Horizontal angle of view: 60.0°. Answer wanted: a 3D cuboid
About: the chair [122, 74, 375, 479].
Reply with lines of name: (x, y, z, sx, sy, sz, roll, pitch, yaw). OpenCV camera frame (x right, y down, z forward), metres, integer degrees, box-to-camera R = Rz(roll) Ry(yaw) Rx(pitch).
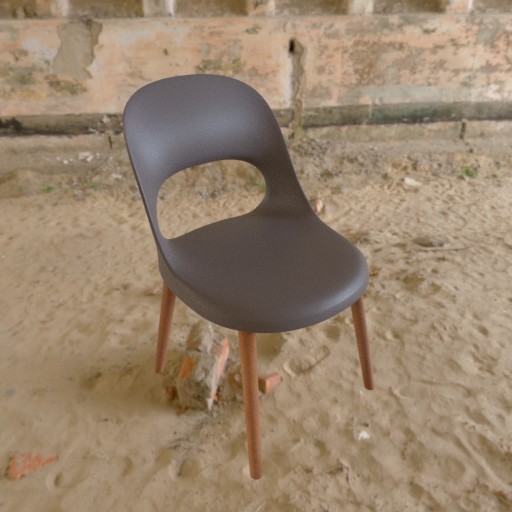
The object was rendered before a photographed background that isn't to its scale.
chair: (0.000, 0.000, 1.115, 0.470, 0.794, 0.556, -23, 37, -34)
